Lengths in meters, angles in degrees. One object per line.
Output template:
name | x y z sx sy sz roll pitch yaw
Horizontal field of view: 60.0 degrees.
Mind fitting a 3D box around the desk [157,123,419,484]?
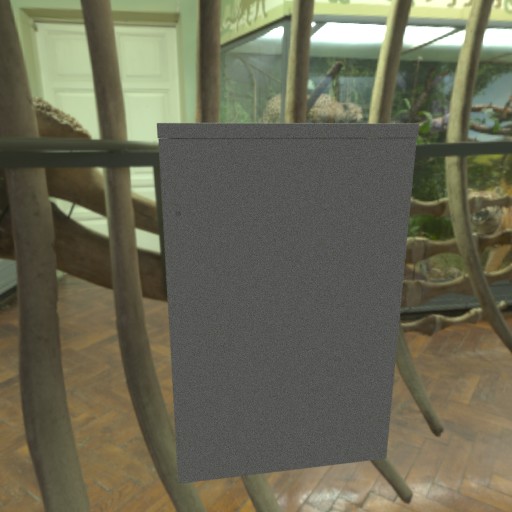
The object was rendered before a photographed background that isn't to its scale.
desk | 0.000 0.000 1.299 0.482 0.730 0.898 -3 16 -9
